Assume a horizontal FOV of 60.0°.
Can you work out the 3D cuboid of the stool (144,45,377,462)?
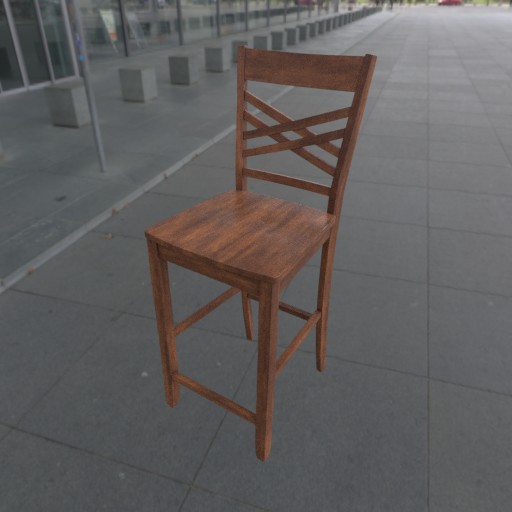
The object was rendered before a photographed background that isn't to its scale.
[{"bbox_3d":[0.000,0.000,1.336,0.426,1.098,0.504,19,35,28],"label":"stool"}]
